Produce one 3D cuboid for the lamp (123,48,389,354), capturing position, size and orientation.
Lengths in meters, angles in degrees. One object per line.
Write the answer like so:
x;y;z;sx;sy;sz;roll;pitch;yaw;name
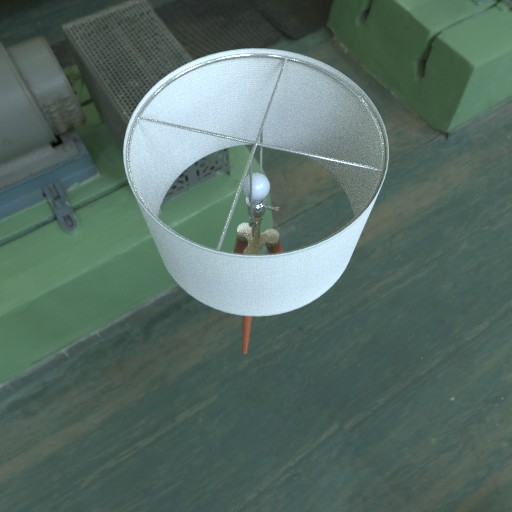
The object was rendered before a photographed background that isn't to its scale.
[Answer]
0.000;0.000;0.913;0.355;0.709;0.354;-31;68;-14;lamp
